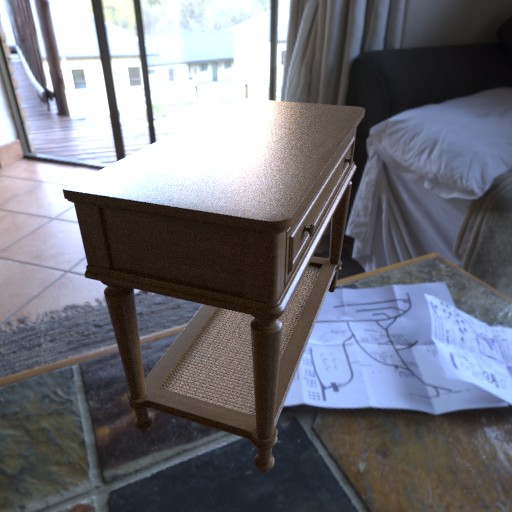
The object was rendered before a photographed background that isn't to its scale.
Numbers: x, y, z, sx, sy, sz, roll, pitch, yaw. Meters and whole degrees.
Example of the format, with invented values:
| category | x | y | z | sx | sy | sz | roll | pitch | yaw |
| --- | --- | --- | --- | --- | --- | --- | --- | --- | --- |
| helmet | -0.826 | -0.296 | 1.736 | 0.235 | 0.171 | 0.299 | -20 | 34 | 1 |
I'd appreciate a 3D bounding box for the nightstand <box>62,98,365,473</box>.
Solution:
| category | x | y | z | sx | sy | sz | roll | pitch | yaw |
| --- | --- | --- | --- | --- | --- | --- | --- | --- | --- |
| nightstand | 0.000 | 0.000 | 1.304 | 0.432 | 0.700 | 0.914 | 10 | 32 | 17 |
